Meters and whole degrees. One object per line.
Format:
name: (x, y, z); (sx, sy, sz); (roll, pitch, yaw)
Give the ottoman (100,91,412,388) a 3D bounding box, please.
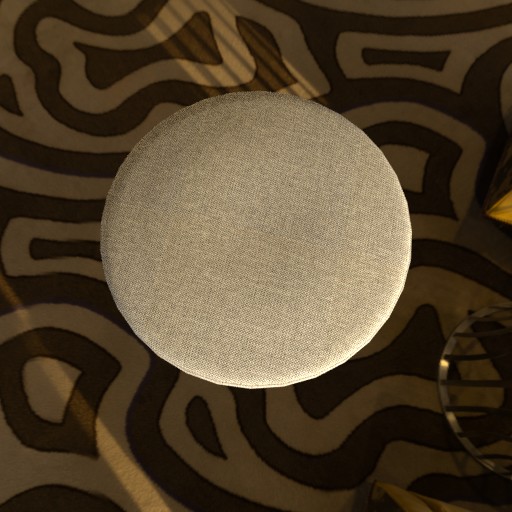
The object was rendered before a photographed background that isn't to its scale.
ottoman: (0.000, 0.000, 0.886); (0.500, 0.419, 0.500); (0, 75, 0)
